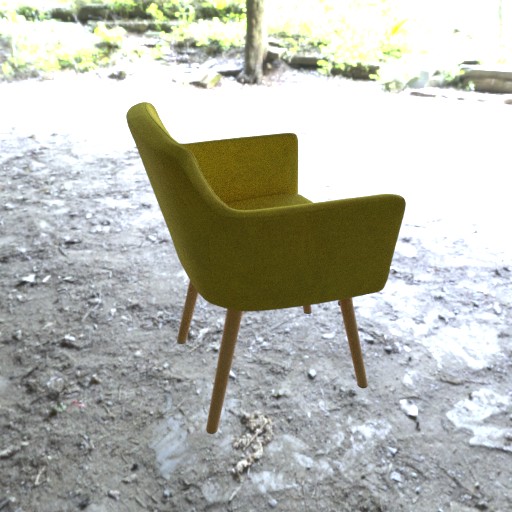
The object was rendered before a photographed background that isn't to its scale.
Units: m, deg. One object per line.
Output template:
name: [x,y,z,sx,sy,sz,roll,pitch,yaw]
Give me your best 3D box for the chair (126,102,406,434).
chair: [0.000,0.000,1.196,0.570,0.780,0.570,-10,32,-17]
